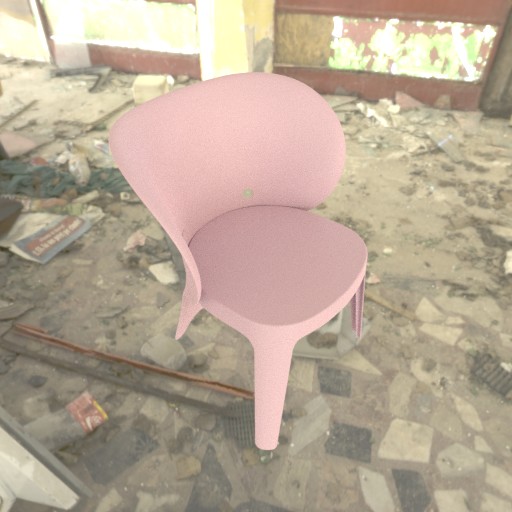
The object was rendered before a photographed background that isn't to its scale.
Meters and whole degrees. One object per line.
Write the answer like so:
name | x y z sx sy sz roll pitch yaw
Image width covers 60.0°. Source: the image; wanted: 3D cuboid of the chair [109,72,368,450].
chair | 0.000 0.000 0.860 0.402 0.554 0.451 27 47 28
